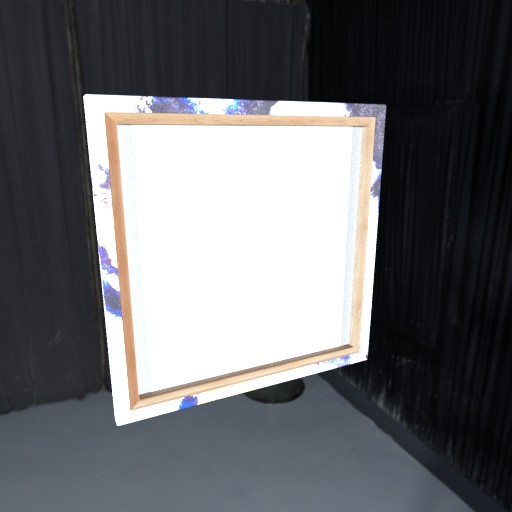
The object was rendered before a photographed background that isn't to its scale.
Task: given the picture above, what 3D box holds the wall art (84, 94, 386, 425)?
[{"bbox_3d":[0.000,0.000,1.334,0.887,0.885,0.038,-7,17,-25],"label":"wall art"}]
